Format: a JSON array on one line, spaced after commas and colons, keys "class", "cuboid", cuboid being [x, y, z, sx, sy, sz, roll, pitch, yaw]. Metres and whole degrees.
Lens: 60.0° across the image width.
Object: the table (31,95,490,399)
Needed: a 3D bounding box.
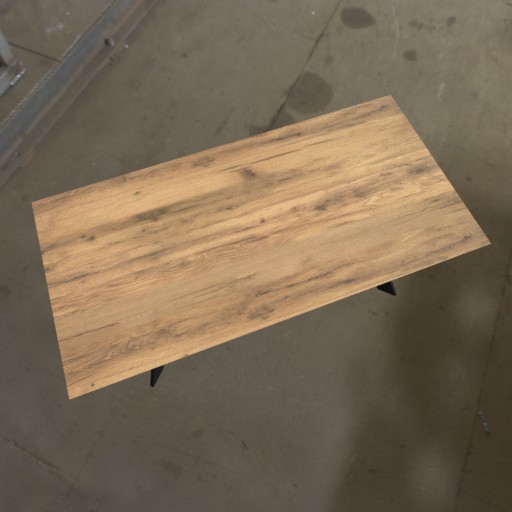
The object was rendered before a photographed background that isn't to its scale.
[{"class": "table", "cuboid": [0.000, 0.000, 2.495, 2.000, 0.770, 1.000, -19, 66, -9]}]
